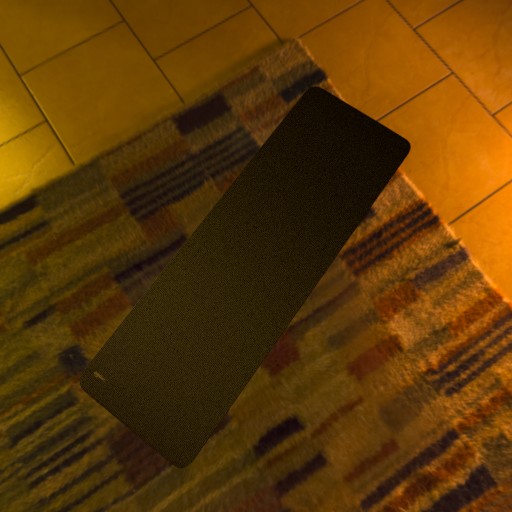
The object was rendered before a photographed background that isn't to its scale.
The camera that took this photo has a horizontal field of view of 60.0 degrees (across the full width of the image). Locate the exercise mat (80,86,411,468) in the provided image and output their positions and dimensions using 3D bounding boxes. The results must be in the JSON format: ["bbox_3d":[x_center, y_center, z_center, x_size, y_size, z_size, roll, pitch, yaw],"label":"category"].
[{"bbox_3d":[0.000,0.000,2.078,0.616,0.021,1.869,35,78,8],"label":"exercise mat"}]
